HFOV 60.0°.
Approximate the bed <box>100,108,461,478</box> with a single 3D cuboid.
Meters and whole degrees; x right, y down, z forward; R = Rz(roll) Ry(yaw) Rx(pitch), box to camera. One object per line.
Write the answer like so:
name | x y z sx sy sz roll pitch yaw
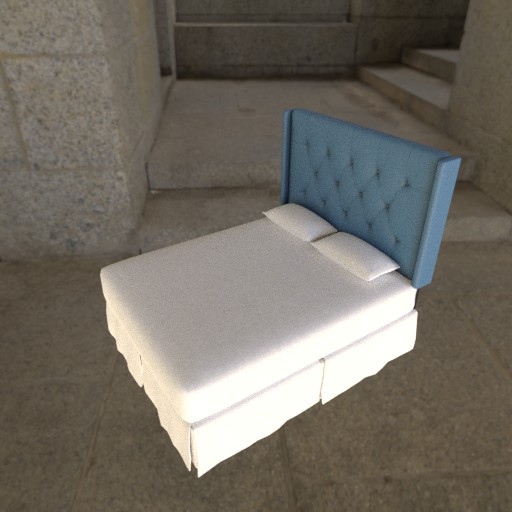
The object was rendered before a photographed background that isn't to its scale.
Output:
bed | 0.000 0.000 3.370 2.078 1.665 1.719 -19 36 -28
